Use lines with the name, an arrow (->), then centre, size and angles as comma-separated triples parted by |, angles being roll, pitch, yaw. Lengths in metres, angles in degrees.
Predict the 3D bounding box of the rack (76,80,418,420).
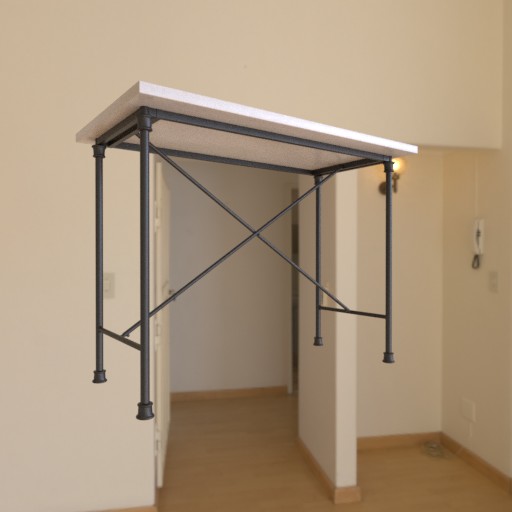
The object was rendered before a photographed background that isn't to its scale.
rack -> 0.000, 0.000, 1.689 | 1.159, 0.880, 0.613 | 0, 0, -36
